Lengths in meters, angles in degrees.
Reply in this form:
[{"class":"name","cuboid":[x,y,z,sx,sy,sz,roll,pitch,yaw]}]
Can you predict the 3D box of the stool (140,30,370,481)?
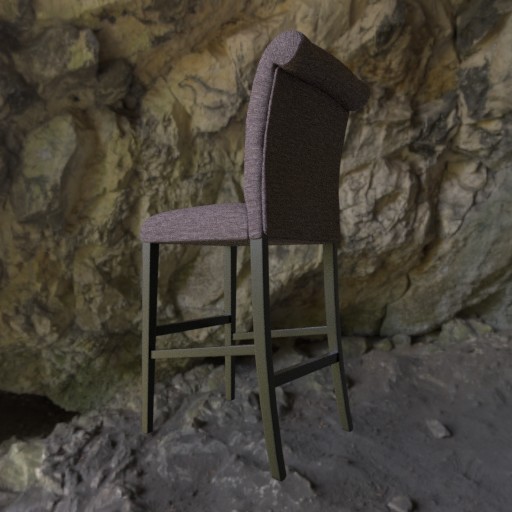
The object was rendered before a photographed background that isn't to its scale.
[{"class":"stool","cuboid":[0.000,0.000,1.416,0.613,1.131,0.452,0,-1,37]}]
